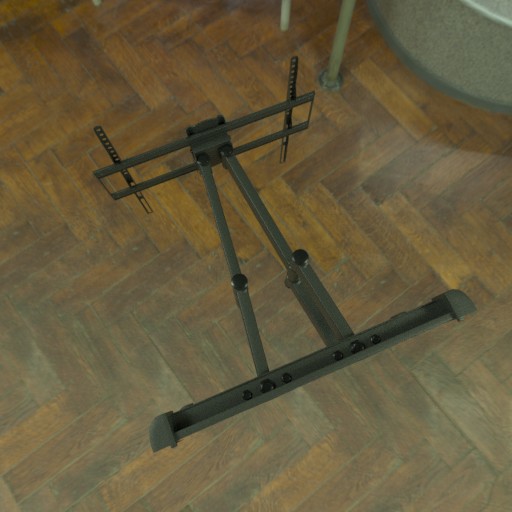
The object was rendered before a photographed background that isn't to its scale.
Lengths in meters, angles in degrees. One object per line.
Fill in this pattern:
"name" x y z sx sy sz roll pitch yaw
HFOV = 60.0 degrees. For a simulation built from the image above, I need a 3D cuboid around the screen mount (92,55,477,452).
"screen mount" 0.000 0.000 0.943 0.571 0.424 0.556 -22 76 -6
